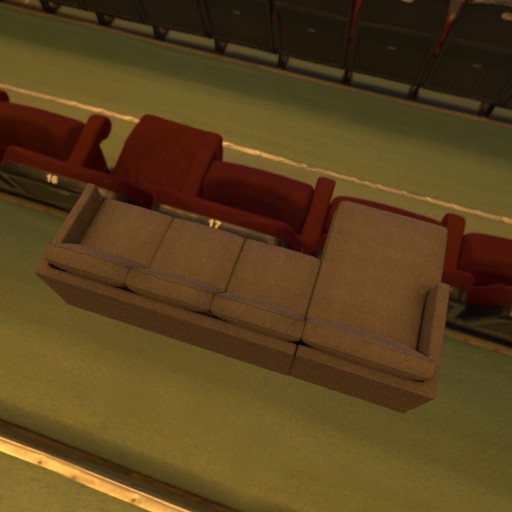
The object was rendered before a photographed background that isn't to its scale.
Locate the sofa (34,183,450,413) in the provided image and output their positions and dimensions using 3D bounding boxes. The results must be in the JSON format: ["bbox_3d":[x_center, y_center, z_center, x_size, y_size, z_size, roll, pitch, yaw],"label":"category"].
[{"bbox_3d":[0.000,0.000,3.891,3.205,0.922,1.650,16,64,8],"label":"sofa"}]
